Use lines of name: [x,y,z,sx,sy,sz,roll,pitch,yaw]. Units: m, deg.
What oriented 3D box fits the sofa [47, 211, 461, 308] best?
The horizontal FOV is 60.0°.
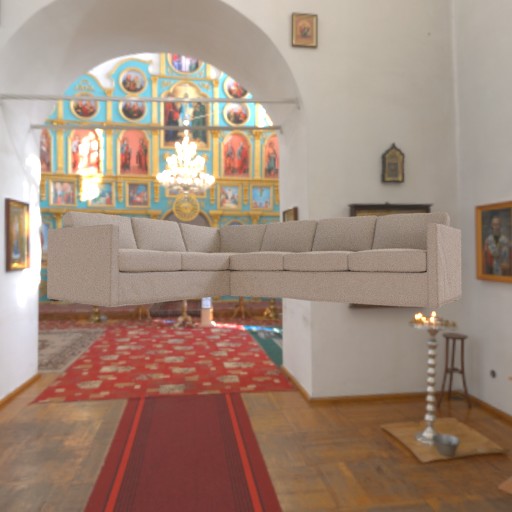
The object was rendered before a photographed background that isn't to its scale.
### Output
sofa: [0.000,0.000,4.248,3.182,0.871,2.432,-1,-1,36]
